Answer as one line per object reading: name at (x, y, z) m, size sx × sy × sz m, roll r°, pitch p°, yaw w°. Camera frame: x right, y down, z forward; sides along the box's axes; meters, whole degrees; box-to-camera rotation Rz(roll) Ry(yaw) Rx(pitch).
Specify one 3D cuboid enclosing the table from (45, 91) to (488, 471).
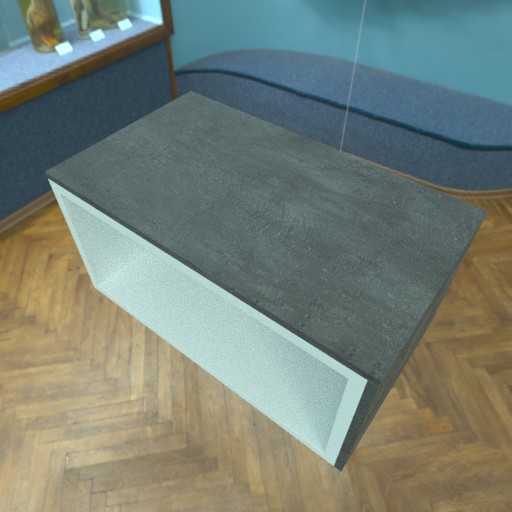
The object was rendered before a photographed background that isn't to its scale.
table at (0.000, 0.000, 0.928) m, size 0.700 × 0.350 × 0.400 m, roll 30°, pitch 54°, yaw 24°
